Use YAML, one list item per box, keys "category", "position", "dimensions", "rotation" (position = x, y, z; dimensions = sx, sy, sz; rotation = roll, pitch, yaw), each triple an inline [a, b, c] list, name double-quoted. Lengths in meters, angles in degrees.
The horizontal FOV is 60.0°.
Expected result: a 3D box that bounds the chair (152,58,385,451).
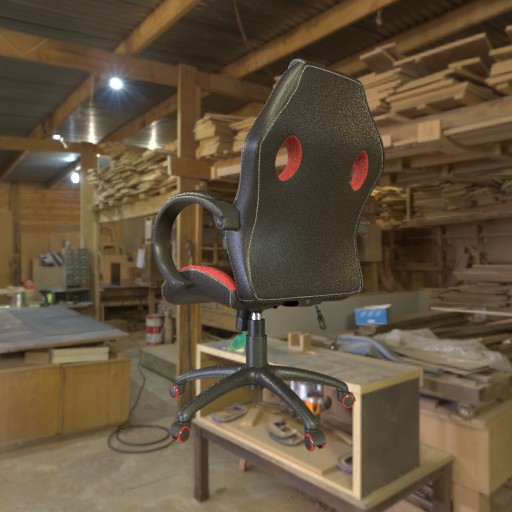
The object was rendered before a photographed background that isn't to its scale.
- category: "chair"
  position: [0.000, 0.000, 1.669]
  dimensions: [0.750, 1.189, 0.783]
  rotation: [0, 0, -37]
